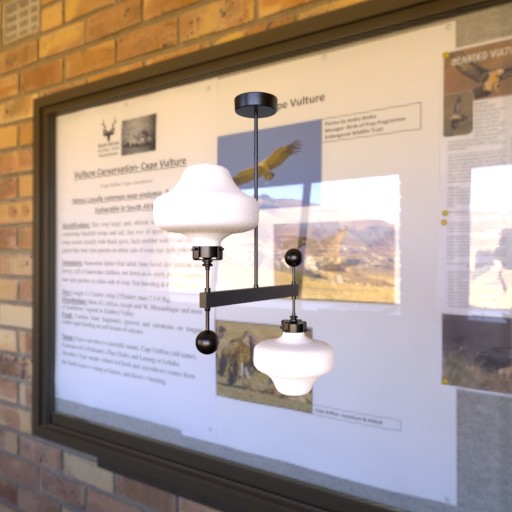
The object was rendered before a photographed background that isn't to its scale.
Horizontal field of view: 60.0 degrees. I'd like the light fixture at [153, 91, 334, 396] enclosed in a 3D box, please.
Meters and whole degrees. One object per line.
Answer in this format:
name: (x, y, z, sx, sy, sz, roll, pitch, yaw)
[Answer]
light fixture: (0.000, 0.000, 1.051, 0.422, 0.743, 0.489, 0, 0, -1)
